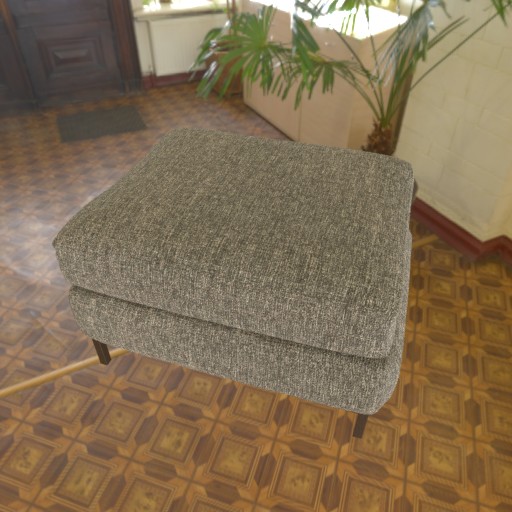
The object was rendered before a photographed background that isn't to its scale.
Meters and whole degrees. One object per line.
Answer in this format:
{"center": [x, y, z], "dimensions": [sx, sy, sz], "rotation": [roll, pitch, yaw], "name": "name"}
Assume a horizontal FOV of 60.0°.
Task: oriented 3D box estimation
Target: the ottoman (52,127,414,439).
{"center": [0.000, 0.000, 1.235], "dimensions": [0.828, 0.480, 0.683], "rotation": [12, 41, 14], "name": "ottoman"}
